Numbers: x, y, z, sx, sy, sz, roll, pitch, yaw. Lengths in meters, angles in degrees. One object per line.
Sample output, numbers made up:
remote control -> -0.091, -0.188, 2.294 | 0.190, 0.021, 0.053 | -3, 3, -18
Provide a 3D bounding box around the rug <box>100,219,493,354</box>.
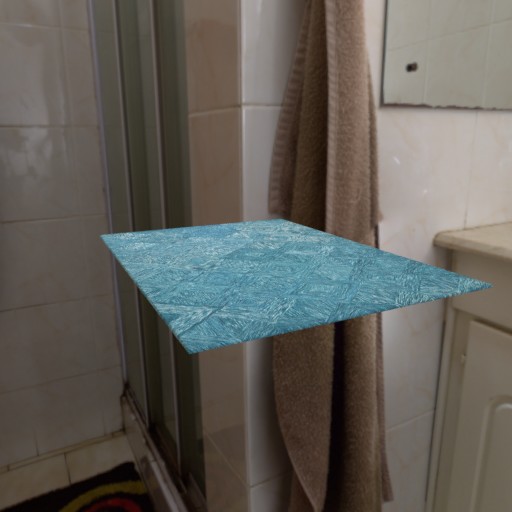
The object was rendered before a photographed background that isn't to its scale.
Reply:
rug -> 0.000, 0.000, 4.224 | 2.405, 0.027, 3.217 | -7, 16, -26
